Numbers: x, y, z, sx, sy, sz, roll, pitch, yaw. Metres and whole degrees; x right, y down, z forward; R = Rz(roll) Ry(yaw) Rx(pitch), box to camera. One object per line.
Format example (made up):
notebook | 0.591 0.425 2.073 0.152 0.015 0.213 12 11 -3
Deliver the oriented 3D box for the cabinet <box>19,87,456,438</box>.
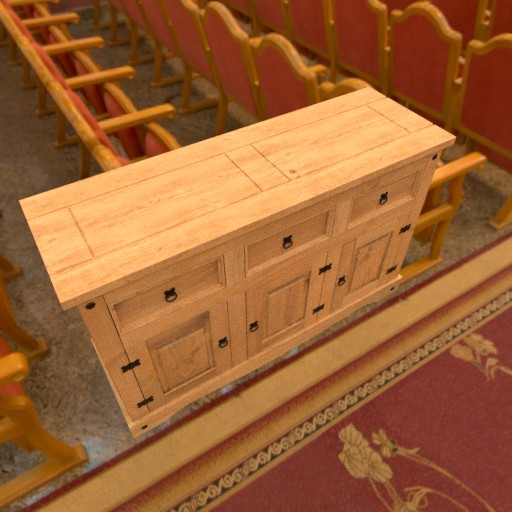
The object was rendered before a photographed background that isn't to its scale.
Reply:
cabinet | 0.000 0.000 1.670 1.321 0.810 0.432 -24 51 -21
